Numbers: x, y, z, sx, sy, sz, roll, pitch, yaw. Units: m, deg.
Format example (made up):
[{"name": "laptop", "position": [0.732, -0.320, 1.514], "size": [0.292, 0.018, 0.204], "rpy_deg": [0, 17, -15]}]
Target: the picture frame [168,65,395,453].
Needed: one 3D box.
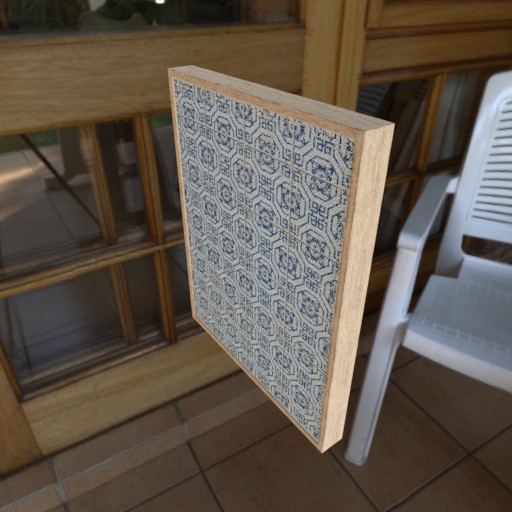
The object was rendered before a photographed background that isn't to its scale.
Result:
[{"name": "picture frame", "position": [0.000, 0.000, 0.731], "size": [0.046, 0.526, 0.421], "rpy_deg": [-22, 39, -30]}]
